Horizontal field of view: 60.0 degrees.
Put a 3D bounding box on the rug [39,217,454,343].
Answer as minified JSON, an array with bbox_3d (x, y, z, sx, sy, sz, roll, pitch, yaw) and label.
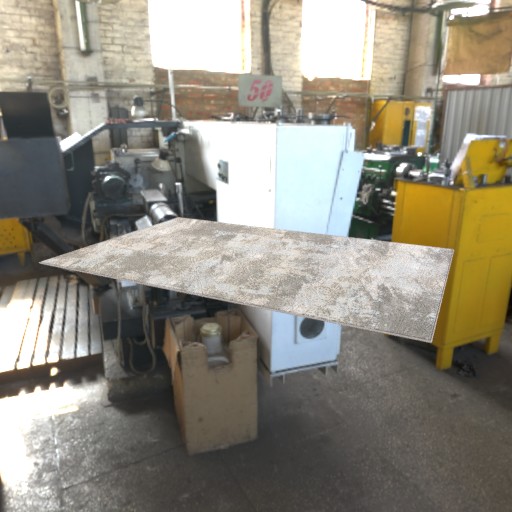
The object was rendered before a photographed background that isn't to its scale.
[{"bbox_3d":[0.000,0.000,3.061,2.431,0.012,1.536,8,19,25],"label":"rug"}]
